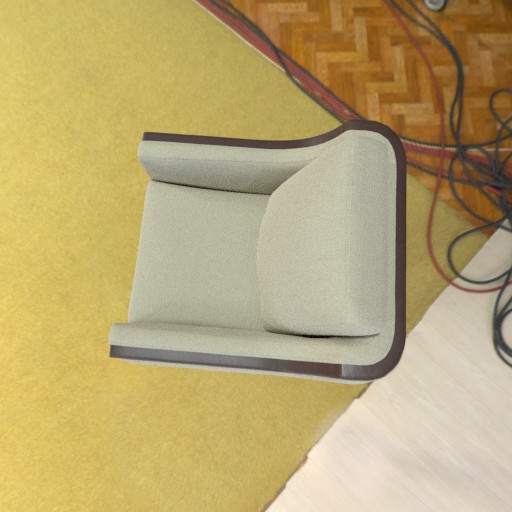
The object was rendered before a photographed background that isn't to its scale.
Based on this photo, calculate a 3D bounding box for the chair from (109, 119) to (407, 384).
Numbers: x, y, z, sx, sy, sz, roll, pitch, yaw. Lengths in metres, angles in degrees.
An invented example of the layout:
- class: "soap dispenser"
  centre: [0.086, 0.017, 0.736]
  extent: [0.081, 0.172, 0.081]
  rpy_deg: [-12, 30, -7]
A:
- class: "chair"
  centre: [0.000, 0.000, 1.686]
  extent: [0.950, 0.930, 0.870]
  rpy_deg: [5, 77, 1]
